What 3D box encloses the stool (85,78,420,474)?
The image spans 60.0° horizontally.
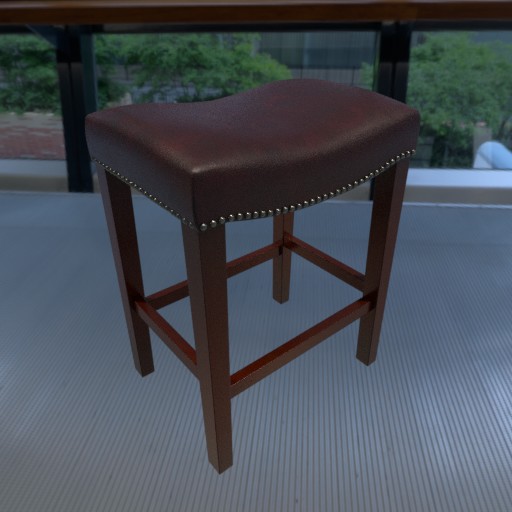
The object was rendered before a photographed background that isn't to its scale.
[{"bbox_3d":[0.000,0.000,0.953,0.504,0.657,0.372,-23,39,-33],"label":"stool"}]
